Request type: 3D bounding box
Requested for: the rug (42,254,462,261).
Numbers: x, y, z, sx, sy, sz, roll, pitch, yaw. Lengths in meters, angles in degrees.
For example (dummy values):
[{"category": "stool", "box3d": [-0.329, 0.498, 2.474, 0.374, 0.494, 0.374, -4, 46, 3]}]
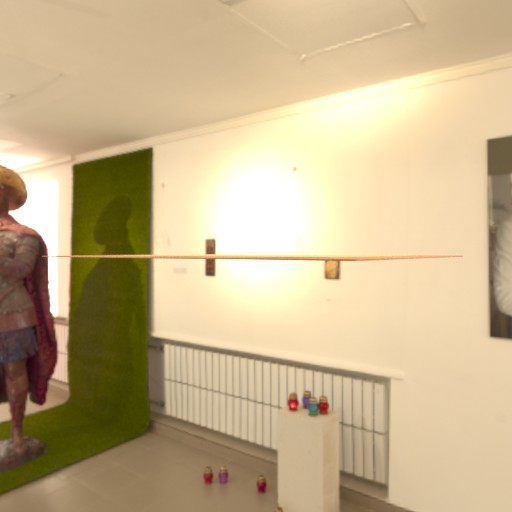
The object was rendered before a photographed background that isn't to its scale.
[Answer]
[{"category": "rug", "box3d": [0.000, 0.000, 4.106, 3.048, 0.014, 2.438, 0, 1, 37]}]
